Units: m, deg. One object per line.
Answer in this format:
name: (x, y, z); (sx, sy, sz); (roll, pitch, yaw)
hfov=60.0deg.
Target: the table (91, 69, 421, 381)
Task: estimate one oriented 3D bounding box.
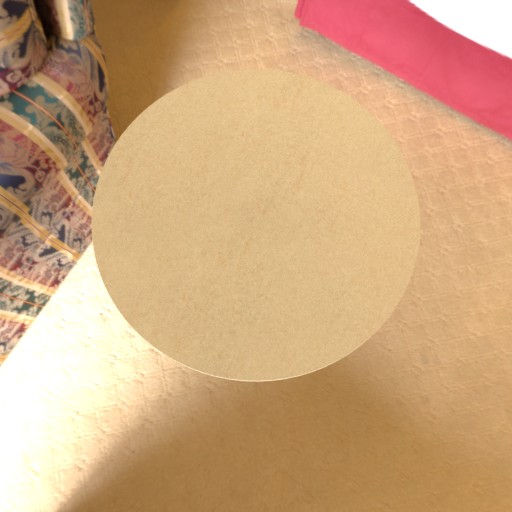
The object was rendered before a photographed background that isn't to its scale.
table: (0.000, 0.000, 0.948); (0.500, 0.564, 0.500); (0, 76, 0)
